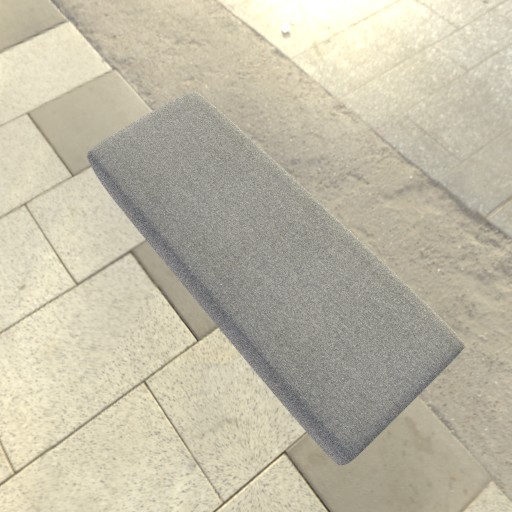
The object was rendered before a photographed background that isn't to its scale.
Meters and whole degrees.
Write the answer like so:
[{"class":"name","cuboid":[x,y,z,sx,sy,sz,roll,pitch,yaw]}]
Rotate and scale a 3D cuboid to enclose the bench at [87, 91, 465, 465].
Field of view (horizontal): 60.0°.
[{"class":"bench","cuboid":[0.000,0.000,1.862,0.631,0.384,1.598,-37,69,-17]}]
